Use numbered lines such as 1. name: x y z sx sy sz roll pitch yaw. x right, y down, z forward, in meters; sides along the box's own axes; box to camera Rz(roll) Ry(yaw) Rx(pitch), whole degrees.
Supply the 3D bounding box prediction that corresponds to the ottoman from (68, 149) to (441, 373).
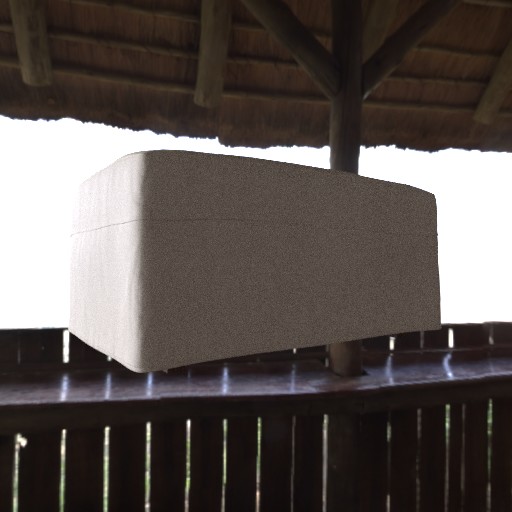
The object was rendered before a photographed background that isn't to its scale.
1. ottoman: 0.000 0.000 1.199 0.872 0.444 0.590 0 -1 -34
